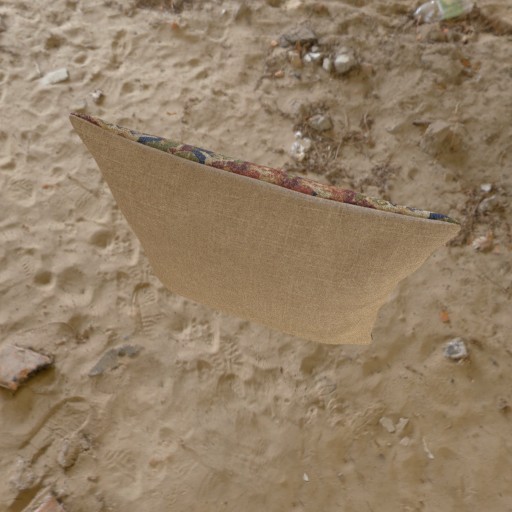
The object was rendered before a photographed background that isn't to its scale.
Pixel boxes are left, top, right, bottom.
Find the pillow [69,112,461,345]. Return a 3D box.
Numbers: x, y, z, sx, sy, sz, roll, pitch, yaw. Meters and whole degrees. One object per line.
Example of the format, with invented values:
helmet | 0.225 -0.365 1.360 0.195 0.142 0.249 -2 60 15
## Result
pillow | 0.000 0.000 0.773 0.523 0.506 0.166 18 64 9
